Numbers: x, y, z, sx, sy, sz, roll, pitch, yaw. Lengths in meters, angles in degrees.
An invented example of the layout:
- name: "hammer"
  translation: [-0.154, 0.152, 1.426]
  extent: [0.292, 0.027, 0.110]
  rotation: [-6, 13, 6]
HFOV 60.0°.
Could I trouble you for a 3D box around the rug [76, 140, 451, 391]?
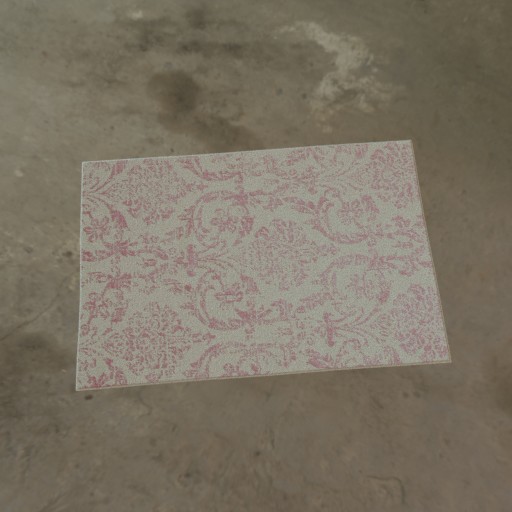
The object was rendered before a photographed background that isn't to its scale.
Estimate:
- name: "rug"
  translation: [0.000, 0.000, 2.316]
  extent: [1.839, 0.012, 1.219]
  rotation: [-4, 75, -1]
